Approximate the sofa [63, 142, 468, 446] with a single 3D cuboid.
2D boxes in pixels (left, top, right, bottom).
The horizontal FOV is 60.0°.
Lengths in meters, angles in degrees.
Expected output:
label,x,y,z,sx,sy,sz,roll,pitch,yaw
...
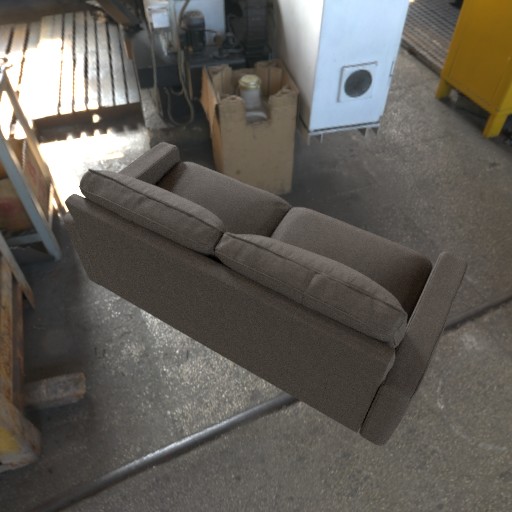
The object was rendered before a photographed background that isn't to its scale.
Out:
label,x,y,z,sx,sy,sz,roll,pitch,yaw
sofa,0.000,0.000,2.508,2.080,0.919,0.940,25,53,21
